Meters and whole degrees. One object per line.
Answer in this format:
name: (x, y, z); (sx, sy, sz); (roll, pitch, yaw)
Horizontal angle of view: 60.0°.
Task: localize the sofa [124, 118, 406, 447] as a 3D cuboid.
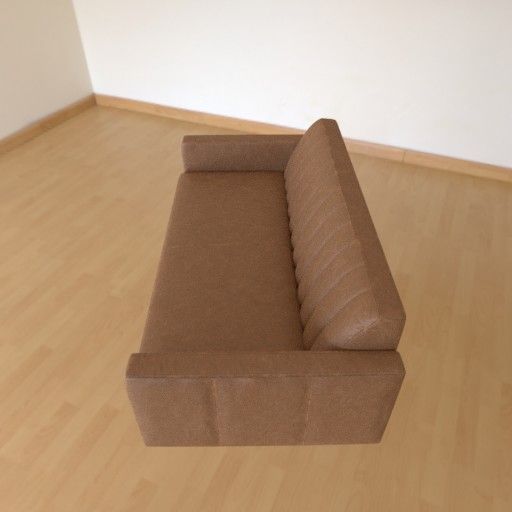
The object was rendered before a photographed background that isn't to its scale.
sofa: (0.000, 0.000, 2.319); (0.993, 0.821, 1.847); (0, 41, -1)
